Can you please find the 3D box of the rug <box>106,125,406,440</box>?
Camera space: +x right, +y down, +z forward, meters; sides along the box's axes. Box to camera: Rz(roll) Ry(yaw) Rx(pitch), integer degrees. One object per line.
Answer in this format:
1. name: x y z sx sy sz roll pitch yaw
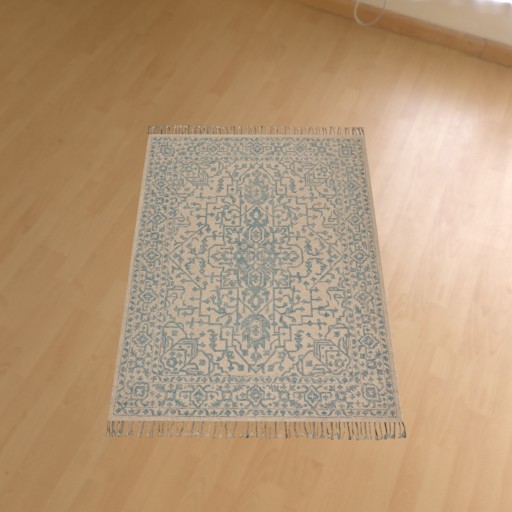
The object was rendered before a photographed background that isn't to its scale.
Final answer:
1. rug: 0.000 0.000 4.332 2.464 0.010 3.327 0 64 0
